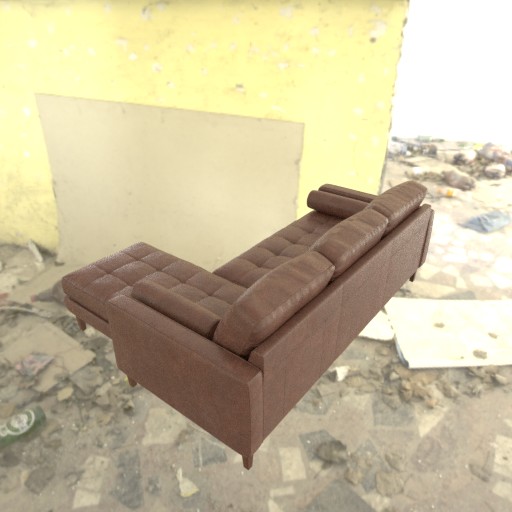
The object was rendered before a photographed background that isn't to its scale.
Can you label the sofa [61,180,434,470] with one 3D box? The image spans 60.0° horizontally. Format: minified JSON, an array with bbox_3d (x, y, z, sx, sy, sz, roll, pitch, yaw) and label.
[{"bbox_3d":[0.000,0.000,2.961,1.613,0.841,2.185,21,35,32],"label":"sofa"}]
